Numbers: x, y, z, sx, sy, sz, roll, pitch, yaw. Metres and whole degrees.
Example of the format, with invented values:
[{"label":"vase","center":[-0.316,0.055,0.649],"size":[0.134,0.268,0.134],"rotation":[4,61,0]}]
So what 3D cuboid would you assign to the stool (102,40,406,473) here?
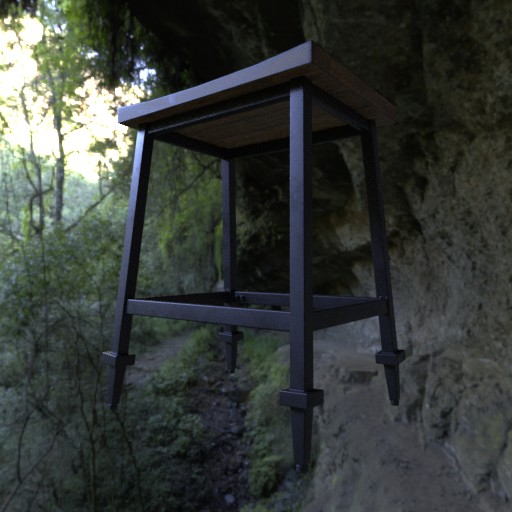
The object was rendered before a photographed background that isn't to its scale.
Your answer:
[{"label":"stool","center":[0.000,0.000,0.923],"size":[0.486,0.625,0.405],"rotation":[-1,-1,37]}]
